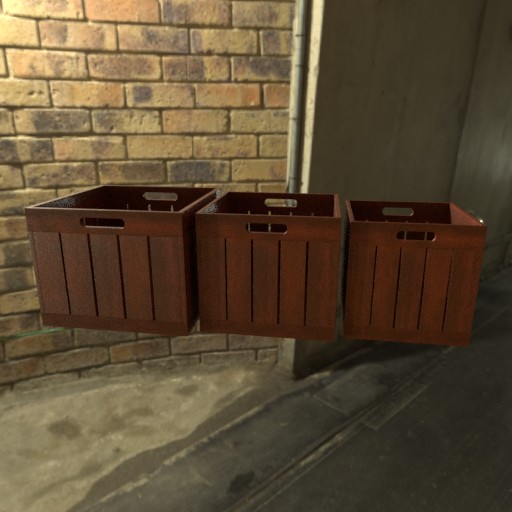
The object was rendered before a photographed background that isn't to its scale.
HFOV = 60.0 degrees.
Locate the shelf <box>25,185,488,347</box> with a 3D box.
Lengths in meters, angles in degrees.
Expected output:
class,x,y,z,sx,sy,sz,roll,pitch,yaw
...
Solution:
class,x,y,z,sx,sy,sz,roll,pitch,yaw
shelf,0.000,0.000,1.217,1.064,0.311,0.393,3,17,8
